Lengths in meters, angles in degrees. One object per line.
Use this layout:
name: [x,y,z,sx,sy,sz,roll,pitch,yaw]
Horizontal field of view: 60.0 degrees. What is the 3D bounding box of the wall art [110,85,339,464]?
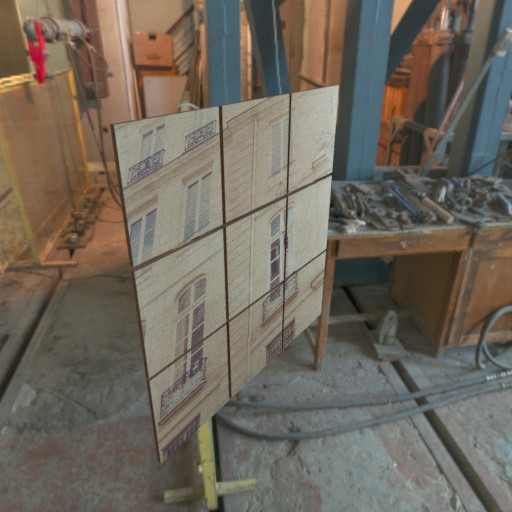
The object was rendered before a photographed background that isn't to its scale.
wall art: [0.000,0.000,1.810,0.024,1.218,1.221,18,32,32]
